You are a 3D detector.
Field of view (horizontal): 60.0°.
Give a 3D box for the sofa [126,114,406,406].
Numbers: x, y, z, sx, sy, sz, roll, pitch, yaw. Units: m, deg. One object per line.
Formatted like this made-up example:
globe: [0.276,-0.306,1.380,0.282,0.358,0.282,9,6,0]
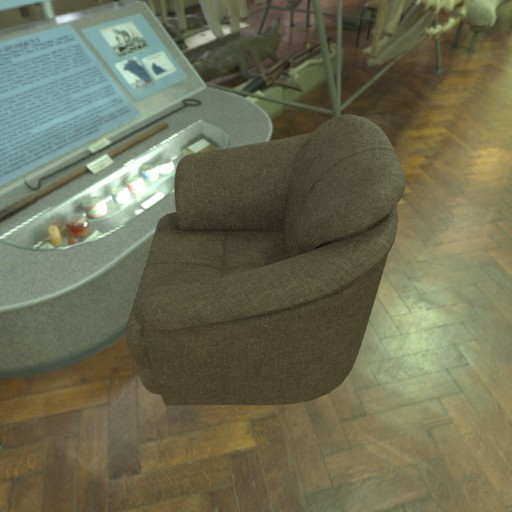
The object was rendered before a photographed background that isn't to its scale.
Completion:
sofa: [0.000,0.000,1.505,0.794,0.811,0.870,0,41,1]
